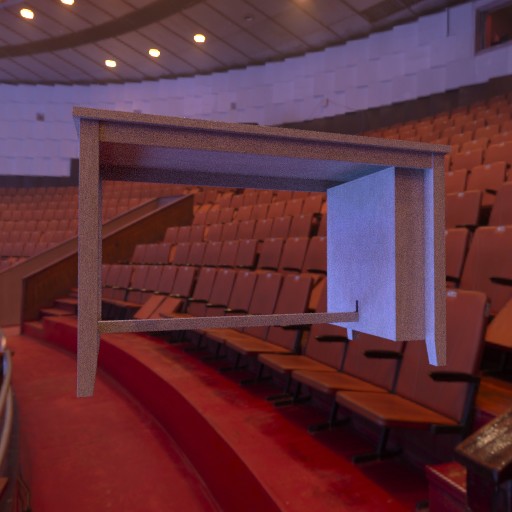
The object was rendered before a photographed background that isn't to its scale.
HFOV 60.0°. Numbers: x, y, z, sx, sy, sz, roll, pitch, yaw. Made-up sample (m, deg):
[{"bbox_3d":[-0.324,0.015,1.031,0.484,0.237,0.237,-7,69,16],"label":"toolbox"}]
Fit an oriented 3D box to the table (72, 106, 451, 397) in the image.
[{"bbox_3d":[0.000,0.000,1.882,1.397,0.874,0.729,0,-1,-18],"label":"table"}]
